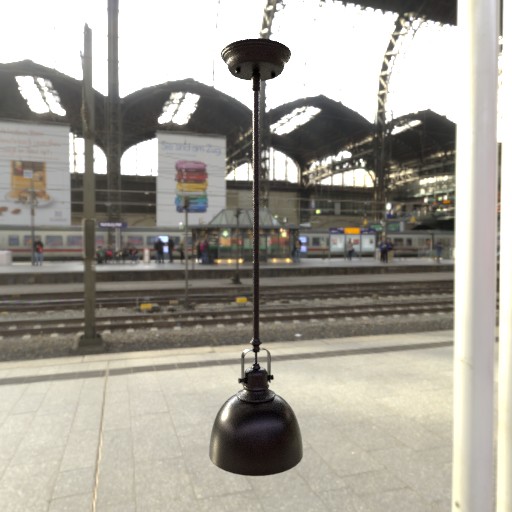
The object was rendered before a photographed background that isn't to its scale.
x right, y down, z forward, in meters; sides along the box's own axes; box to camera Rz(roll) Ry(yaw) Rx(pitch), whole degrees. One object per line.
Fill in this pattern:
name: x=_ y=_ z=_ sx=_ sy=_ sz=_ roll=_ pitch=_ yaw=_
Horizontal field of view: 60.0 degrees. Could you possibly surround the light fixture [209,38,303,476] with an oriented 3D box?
light fixture: x=0.000 y=0.000 z=0.854 sx=0.182 sy=0.768 sz=0.182 roll=0 pitch=1 yaw=-19
